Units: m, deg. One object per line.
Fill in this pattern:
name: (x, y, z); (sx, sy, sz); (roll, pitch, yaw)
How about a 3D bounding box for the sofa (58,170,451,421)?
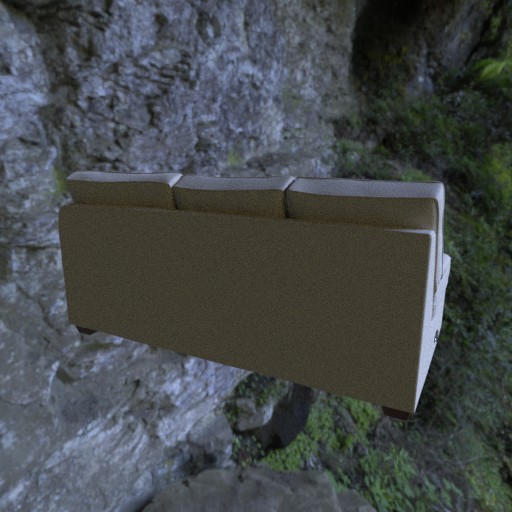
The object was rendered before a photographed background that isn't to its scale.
sofa: (0.000, 0.000, 2.481); (1.963, 0.946, 1.034); (7, 16, 27)
